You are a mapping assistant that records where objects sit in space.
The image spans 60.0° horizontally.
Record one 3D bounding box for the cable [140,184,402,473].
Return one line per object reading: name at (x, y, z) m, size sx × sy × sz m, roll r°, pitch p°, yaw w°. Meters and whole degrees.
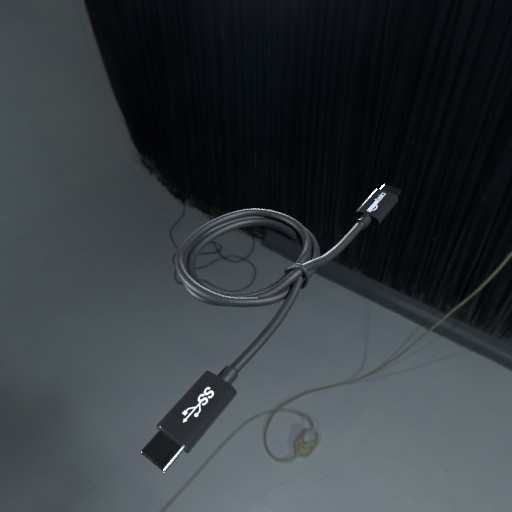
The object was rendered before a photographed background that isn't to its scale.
cable at (0.000, 0.000, 0.203) m, size 0.070 × 0.014 × 0.186 m, roll 26°, pitch 48°, yaw 25°
